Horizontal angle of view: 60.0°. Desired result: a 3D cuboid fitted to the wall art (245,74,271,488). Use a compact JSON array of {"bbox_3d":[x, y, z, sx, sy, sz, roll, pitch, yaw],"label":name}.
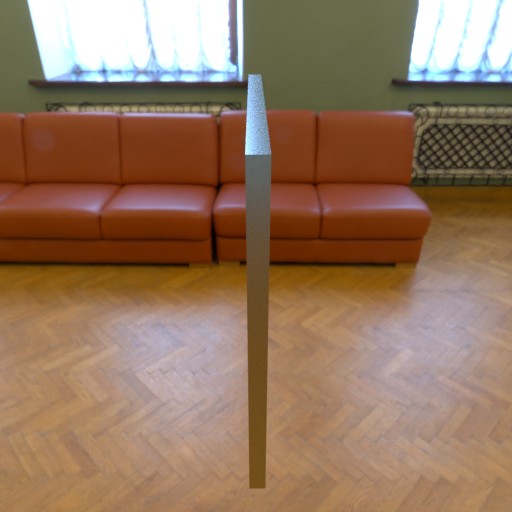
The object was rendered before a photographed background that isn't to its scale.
[{"bbox_3d":[0.000,0.000,1.198,0.038,0.806,0.806,0,30,0],"label":"wall art"}]
